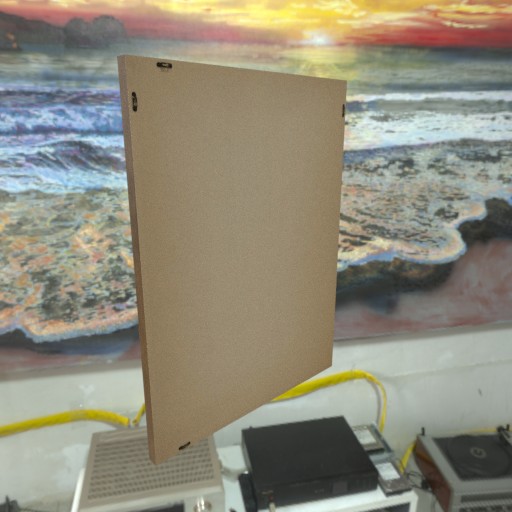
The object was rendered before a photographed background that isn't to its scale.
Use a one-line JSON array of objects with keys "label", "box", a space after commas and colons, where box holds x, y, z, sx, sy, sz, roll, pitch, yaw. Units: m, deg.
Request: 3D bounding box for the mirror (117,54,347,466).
[{"label": "mirror", "box": [0.000, 0.000, 1.308, 0.762, 1.016, 0.040, -14, 22, -41]}]
